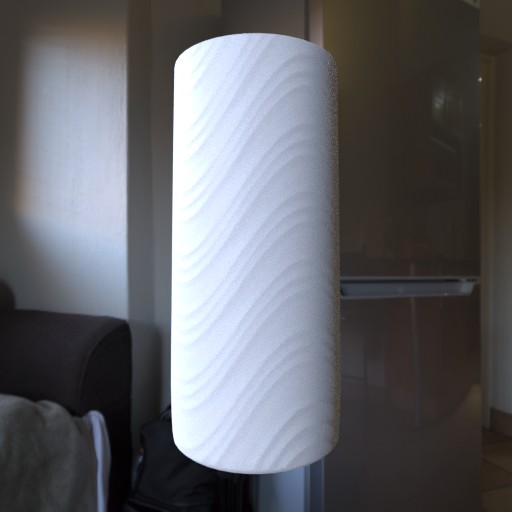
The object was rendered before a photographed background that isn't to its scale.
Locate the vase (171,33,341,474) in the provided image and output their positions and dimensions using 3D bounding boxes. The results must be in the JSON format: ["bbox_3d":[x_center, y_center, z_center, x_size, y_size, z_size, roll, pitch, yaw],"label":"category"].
[{"bbox_3d":[0.000,0.000,0.381,0.143,0.316,0.143,0,0,0],"label":"vase"}]
